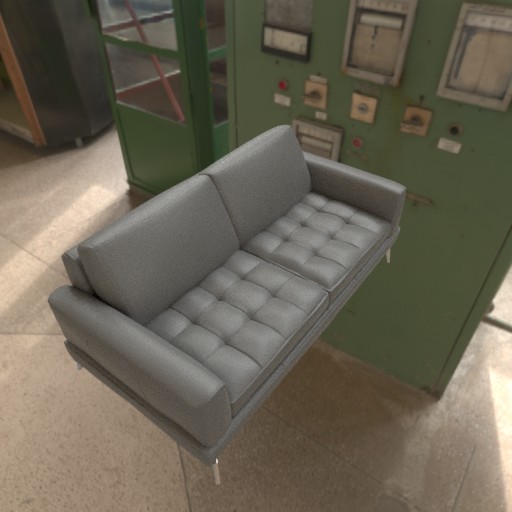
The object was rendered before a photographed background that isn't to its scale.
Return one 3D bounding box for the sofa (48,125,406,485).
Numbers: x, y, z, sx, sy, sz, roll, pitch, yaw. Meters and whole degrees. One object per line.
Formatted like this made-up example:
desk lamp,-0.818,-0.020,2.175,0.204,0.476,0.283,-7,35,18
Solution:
sofa,0.000,0.000,2.740,1.121,0.930,2.177,26,47,27
